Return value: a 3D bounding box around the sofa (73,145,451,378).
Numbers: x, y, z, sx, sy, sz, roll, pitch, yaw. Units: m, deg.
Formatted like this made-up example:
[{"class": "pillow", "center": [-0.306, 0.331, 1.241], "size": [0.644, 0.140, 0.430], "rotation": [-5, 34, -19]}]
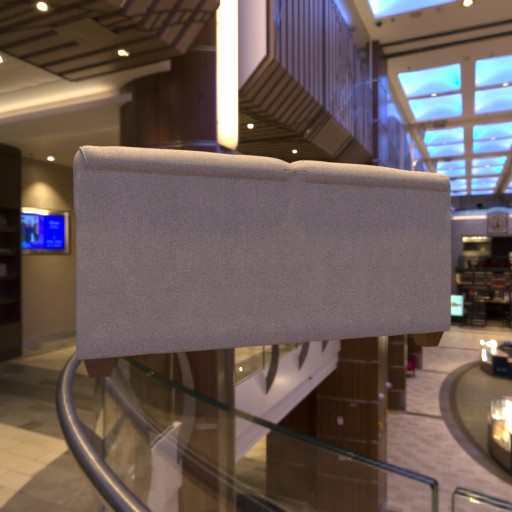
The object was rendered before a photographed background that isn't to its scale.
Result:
[{"class": "sofa", "center": [0.000, 0.000, 2.459], "size": [1.846, 0.958, 0.998], "rotation": [0, 0, -20]}]
